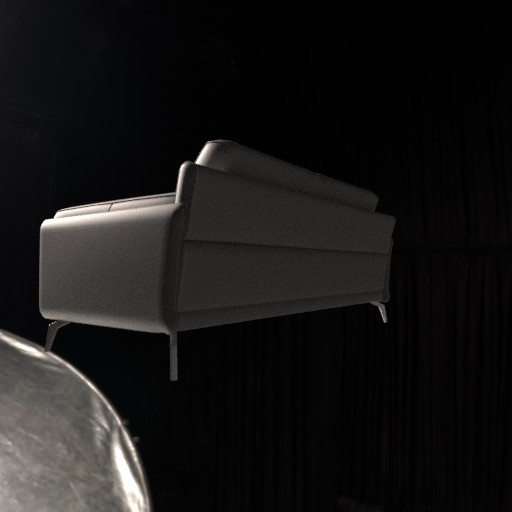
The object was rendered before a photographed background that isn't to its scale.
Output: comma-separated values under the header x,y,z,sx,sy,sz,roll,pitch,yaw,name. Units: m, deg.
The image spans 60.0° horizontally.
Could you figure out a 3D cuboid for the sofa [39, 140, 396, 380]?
x,y,z,sx,sy,sz,roll,pitch,yaw,name
0.000,0.000,2.565,0.969,0.900,2.100,-1,-2,36,sofa
